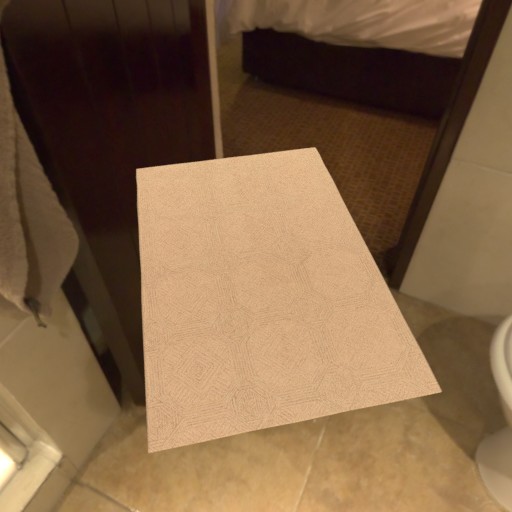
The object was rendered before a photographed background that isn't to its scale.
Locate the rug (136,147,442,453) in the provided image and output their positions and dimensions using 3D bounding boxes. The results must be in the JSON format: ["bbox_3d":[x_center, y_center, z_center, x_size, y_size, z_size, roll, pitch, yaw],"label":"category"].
[{"bbox_3d":[0.000,0.000,2.393,1.236,0.009,1.839,-9,48,-8],"label":"rug"}]
